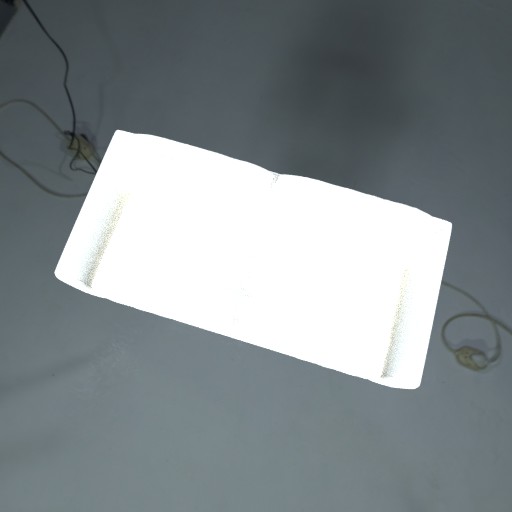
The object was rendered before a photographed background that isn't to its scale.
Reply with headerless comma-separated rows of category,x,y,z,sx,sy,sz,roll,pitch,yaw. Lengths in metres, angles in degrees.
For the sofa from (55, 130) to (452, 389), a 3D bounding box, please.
sofa,0.000,0.000,2.837,2.262,0.801,1.070,16,75,4
